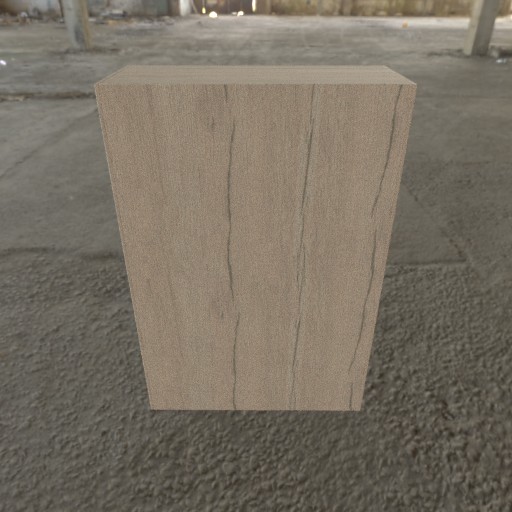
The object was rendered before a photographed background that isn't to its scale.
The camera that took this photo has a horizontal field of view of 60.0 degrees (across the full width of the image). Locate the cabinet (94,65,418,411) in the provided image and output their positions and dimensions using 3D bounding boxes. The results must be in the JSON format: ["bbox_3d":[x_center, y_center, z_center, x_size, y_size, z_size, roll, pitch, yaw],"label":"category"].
[{"bbox_3d":[0.000,0.000,2.692,1.400,2.070,0.580,0,31,0],"label":"cabinet"}]
